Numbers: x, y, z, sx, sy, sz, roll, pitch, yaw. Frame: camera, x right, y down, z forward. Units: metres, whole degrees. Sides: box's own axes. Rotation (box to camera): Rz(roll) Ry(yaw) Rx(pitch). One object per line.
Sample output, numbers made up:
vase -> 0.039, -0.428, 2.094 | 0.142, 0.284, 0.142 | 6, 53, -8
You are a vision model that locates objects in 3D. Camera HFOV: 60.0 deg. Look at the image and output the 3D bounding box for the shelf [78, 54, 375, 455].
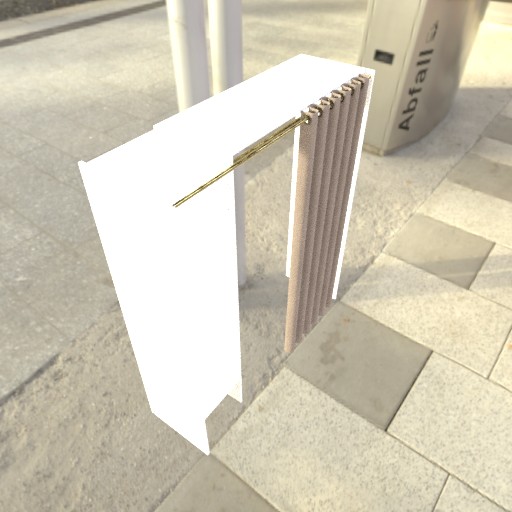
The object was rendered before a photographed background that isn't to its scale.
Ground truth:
shelf -> 0.000, 0.000, 2.649 | 0.500, 1.820, 1.600 | 26, 47, 26
